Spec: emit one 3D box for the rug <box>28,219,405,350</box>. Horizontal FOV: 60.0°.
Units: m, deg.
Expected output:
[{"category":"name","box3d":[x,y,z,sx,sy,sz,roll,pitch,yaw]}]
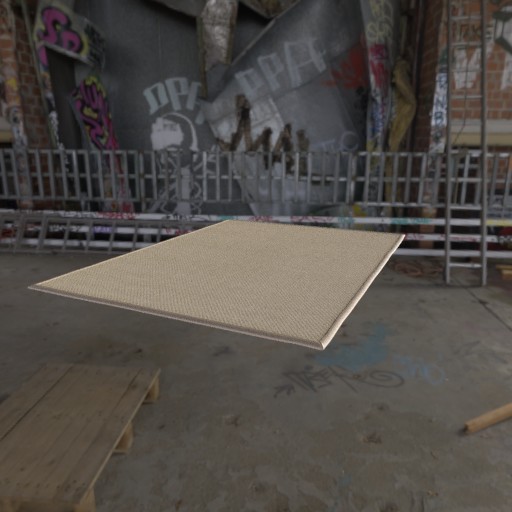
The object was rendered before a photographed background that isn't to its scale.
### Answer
[{"category":"rug","box3d":[0.000,0.000,2.771,1.525,0.020,2.081,7,17,25]}]
